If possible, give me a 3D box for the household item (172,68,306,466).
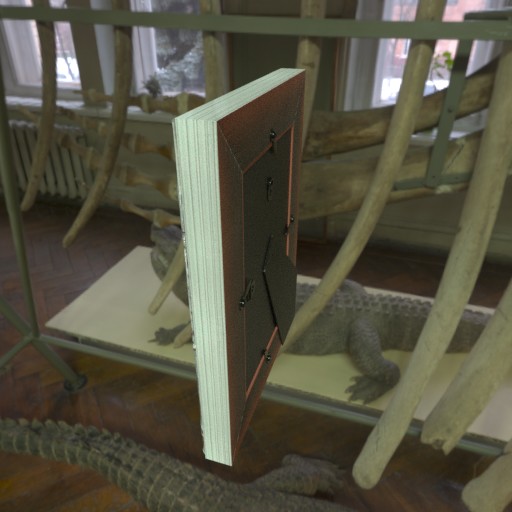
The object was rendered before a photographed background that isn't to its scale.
[{"bbox_3d":[0.000,0.000,0.299,0.025,0.216,0.165,9,31,15],"label":"household item"}]
